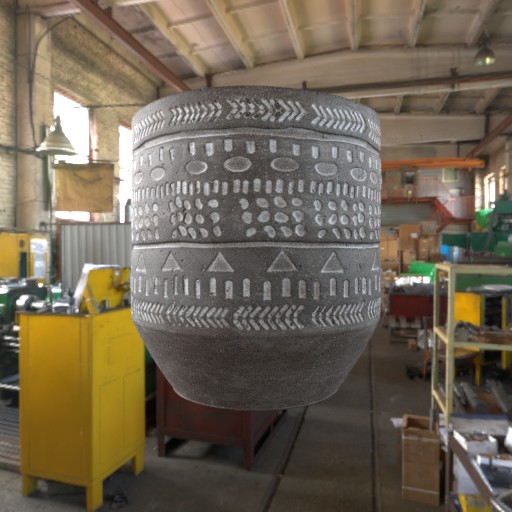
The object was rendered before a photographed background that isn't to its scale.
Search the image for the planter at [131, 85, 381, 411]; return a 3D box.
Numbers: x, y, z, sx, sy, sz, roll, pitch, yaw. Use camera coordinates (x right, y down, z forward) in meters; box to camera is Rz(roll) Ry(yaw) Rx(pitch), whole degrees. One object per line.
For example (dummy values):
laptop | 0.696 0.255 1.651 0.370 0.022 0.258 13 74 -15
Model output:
planter | 0.000 0.000 0.224 0.122 0.128 0.122 0 1 0
